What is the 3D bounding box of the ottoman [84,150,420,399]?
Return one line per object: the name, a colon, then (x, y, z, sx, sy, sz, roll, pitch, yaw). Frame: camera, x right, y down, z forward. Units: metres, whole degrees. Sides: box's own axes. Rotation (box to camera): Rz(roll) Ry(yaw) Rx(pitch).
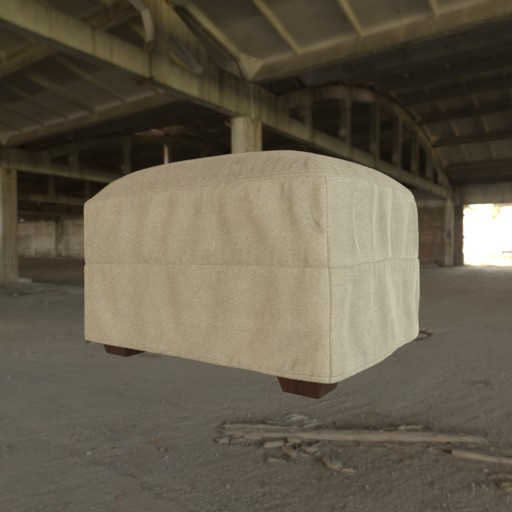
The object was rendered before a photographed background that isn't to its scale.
ottoman: (0.000, 0.000, 1.119, 0.712, 0.480, 0.584, 1, 2, 34)
